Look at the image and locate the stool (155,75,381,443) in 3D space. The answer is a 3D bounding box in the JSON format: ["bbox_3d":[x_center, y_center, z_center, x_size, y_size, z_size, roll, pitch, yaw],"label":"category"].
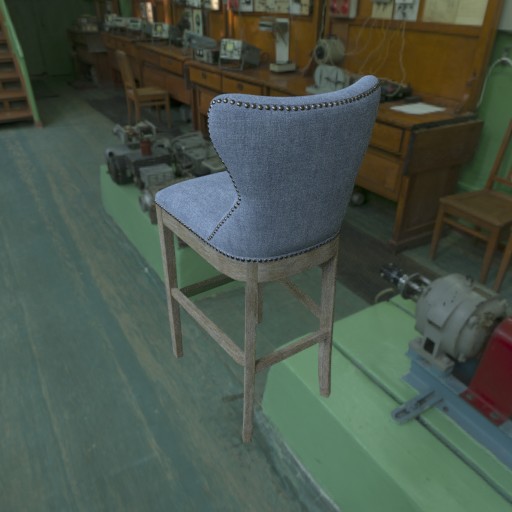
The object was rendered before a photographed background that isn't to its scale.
[{"bbox_3d":[0.000,0.000,1.446,0.494,1.123,0.606,-19,36,-28],"label":"stool"}]
